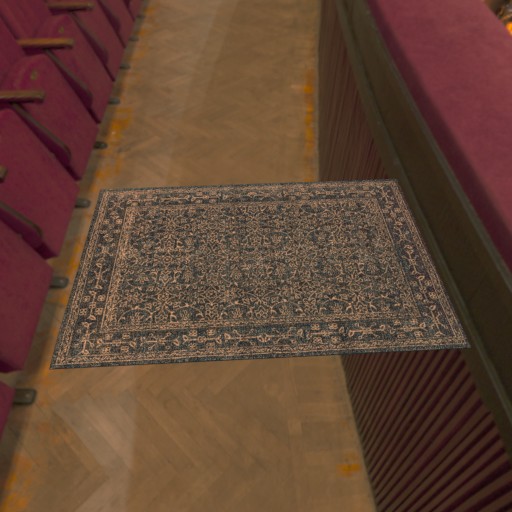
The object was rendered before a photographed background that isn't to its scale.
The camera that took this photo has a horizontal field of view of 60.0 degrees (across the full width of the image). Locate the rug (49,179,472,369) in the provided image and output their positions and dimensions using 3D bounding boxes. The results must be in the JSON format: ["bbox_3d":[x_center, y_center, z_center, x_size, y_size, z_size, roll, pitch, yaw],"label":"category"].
[{"bbox_3d":[0.000,0.000,2.306,1.819,0.005,1.200,-2,47,-2],"label":"rug"}]
